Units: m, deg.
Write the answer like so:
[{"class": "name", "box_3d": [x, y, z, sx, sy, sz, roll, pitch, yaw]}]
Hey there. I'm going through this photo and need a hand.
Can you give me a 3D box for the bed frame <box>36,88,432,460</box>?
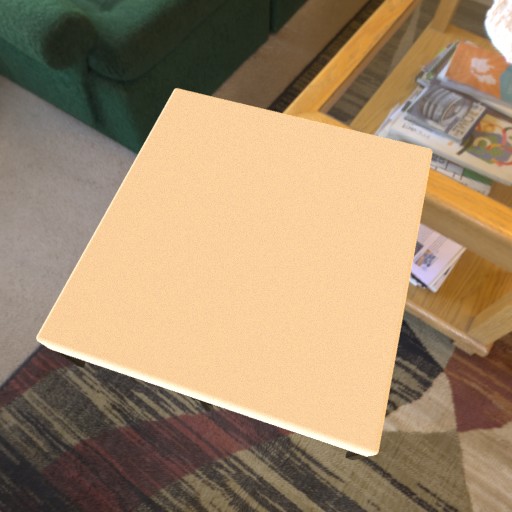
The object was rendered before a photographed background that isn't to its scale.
[{"class": "bed frame", "box_3d": [0.000, 0.000, 3.084, 1.963, 0.659, 2.079, 16, 64, 8]}]
